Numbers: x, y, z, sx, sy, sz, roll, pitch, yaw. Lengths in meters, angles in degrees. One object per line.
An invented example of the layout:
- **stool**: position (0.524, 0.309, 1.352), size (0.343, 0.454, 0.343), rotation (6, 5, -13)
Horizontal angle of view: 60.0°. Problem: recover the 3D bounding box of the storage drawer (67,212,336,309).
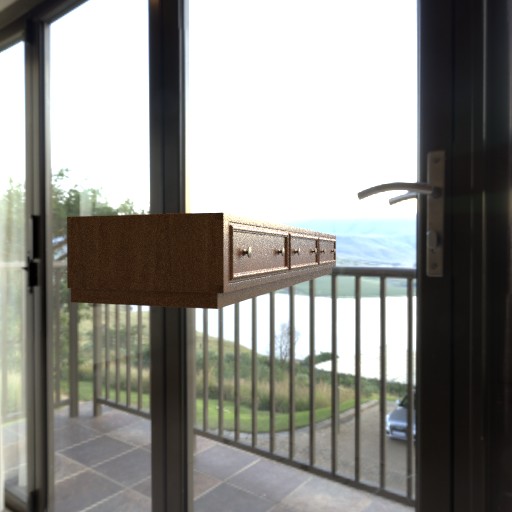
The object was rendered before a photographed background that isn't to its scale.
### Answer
- **storage drawer**: position (0.000, 0.000, 2.231), size (0.538, 0.264, 2.032), rotation (0, 1, 19)
